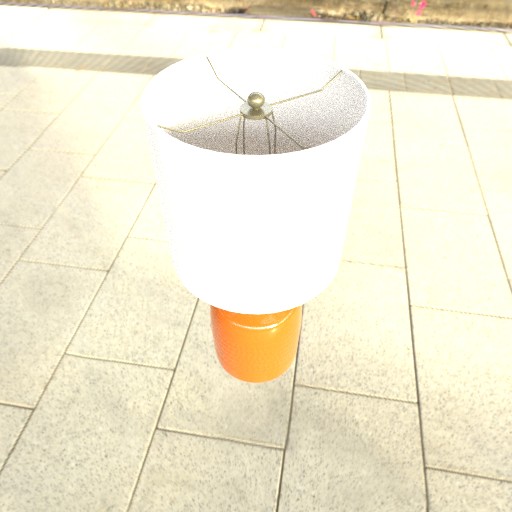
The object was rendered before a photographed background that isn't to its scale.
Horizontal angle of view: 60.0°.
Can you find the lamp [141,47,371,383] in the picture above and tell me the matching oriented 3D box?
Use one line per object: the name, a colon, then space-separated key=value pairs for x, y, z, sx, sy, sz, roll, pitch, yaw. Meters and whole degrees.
lamp: x=0.000 y=0.000 z=1.131 sx=0.418 sy=0.871 sz=0.418 roll=5 pitch=47 yaw=5
